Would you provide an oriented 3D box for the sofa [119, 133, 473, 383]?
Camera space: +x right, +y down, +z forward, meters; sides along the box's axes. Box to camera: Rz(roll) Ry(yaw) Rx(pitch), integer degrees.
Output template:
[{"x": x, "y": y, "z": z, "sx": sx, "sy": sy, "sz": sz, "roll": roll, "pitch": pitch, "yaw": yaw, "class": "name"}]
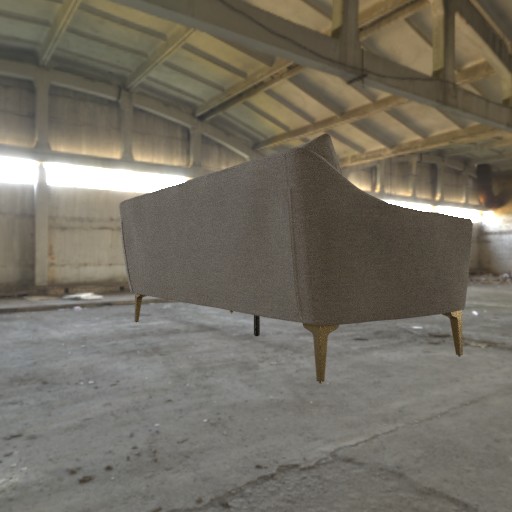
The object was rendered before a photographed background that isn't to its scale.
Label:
[{"x": 0.000, "y": 0.000, "z": 2.527, "sx": 0.980, "sy": 0.913, "sz": 2.036, "roll": 0, "pitch": 0, "yaw": -36, "class": "sofa"}]
